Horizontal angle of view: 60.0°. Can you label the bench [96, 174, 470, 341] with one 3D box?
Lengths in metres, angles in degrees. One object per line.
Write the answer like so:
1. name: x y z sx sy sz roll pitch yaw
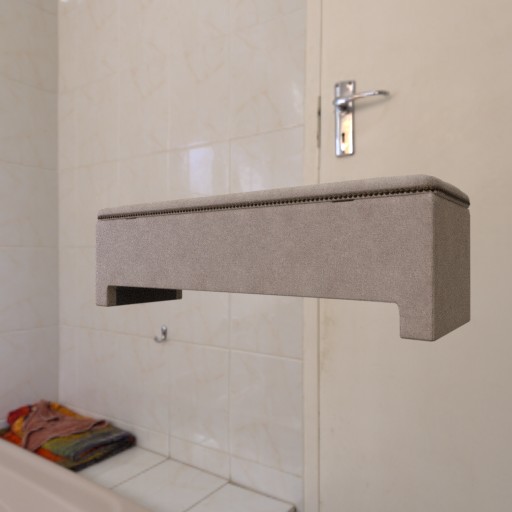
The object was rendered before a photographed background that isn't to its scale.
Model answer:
1. bench: 0.000 0.000 1.748 1.482 0.447 0.470 0 0 36
